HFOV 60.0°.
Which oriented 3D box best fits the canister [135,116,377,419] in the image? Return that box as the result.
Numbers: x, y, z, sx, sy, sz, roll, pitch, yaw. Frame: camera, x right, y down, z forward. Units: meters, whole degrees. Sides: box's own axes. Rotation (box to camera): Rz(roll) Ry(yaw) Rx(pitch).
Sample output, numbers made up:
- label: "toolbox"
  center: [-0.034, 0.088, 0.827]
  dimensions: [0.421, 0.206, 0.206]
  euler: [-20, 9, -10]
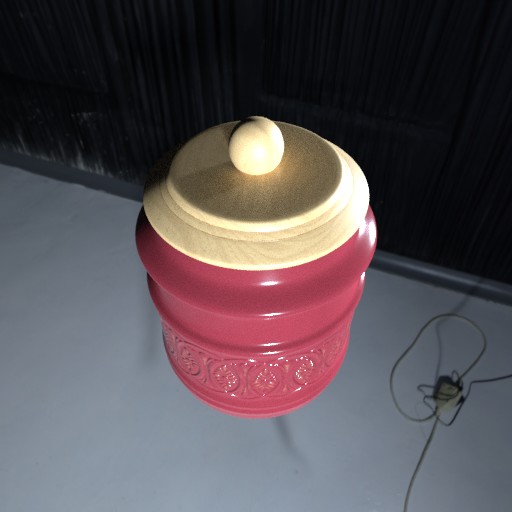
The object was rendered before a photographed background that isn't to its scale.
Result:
- label: "canister"
  center: [0.000, 0.000, 0.263]
  dimensions: [0.130, 0.176, 0.130]
  euler: [0, 47, 0]
